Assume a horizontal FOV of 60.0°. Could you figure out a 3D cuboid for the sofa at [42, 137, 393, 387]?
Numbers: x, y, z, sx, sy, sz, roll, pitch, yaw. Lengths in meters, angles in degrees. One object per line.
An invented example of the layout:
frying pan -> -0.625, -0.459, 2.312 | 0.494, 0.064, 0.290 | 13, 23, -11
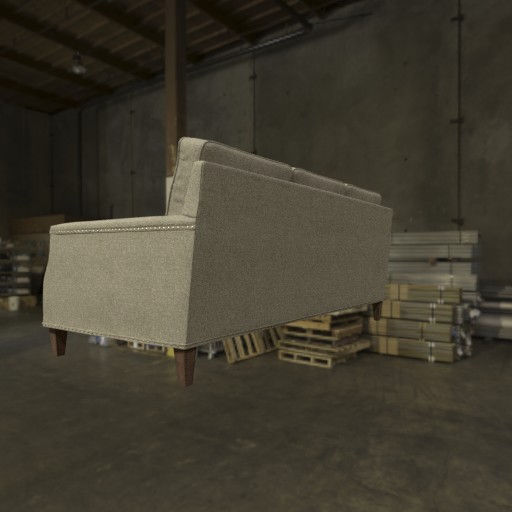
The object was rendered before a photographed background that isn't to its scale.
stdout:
sofa -> 0.000, 0.000, 2.825 | 1.084, 1.003, 2.246 | 0, 0, 35
